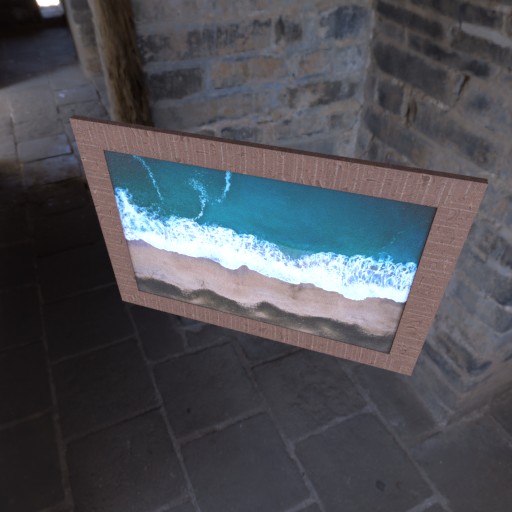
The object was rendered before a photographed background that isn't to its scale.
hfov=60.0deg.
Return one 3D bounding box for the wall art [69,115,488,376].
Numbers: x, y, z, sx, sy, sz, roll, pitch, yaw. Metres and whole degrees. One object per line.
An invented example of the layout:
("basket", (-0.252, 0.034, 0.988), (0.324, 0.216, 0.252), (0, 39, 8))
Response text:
("wall art", (0.000, 0.000, 1.147), (0.917, 0.626, 0.019), (12, 43, 14))
